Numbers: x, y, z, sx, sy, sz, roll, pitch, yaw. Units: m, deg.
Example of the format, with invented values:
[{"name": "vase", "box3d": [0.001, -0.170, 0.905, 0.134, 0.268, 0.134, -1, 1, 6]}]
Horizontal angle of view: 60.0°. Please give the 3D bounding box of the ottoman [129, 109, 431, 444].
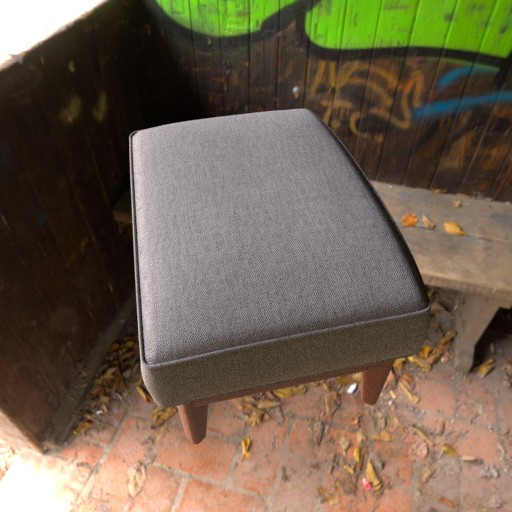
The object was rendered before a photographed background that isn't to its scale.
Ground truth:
[{"name": "ottoman", "box3d": [0.000, 0.000, 1.111, 0.555, 0.458, 0.750, -9, 47, -9]}]
